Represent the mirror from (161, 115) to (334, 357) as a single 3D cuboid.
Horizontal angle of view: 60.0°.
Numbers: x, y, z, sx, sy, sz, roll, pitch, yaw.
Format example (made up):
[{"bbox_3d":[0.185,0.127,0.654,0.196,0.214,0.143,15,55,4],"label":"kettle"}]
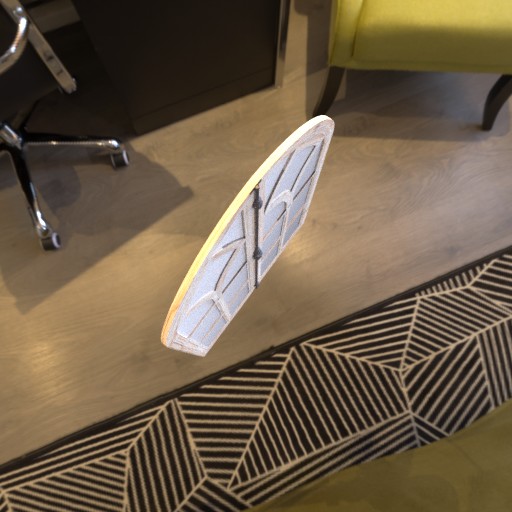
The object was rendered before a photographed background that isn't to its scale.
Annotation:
[{"bbox_3d":[0.000,0.000,1.160,0.032,0.915,0.609,35,78,9],"label":"mirror"}]
